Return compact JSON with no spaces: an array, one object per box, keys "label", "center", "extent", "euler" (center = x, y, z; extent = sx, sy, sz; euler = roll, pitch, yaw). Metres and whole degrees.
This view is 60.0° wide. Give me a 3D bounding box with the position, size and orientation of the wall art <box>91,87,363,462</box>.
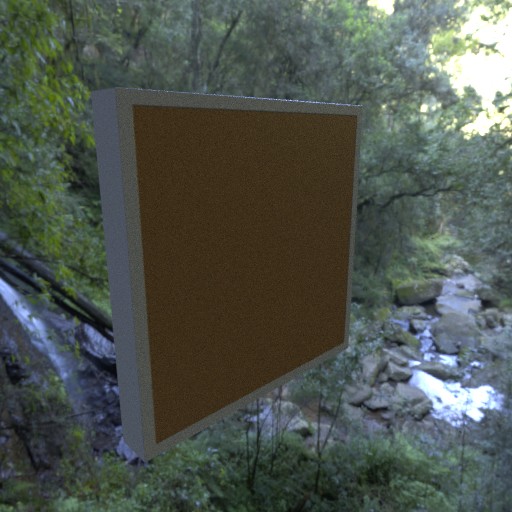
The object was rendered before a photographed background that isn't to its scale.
[{"label":"wall art","center":[0.000,0.000,0.458],"extent":[0.305,0.305,0.038],"euler":[-14,21,-42]}]
